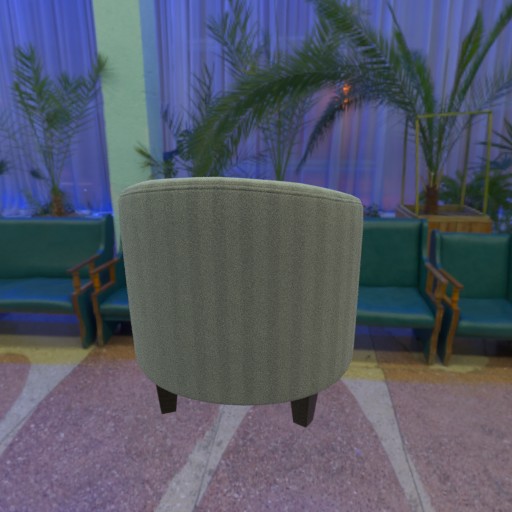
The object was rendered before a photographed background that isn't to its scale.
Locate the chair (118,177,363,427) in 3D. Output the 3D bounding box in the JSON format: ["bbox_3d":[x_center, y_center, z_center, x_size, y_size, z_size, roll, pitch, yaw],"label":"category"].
[{"bbox_3d":[0.000,0.000,1.735,0.756,0.757,1.288,2,17,8],"label":"chair"}]
